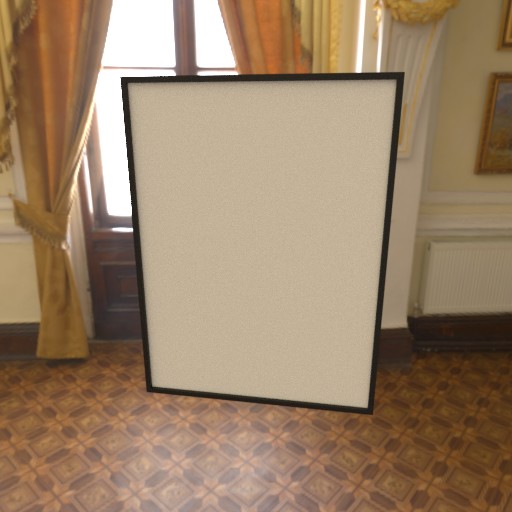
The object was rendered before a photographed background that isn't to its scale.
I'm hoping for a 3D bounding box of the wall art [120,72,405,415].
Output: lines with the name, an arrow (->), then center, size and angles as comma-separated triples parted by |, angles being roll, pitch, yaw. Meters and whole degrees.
wall art -> 0.000, 0.000, 1.408 | 0.802, 1.070, 0.036 | 3, 18, 9
